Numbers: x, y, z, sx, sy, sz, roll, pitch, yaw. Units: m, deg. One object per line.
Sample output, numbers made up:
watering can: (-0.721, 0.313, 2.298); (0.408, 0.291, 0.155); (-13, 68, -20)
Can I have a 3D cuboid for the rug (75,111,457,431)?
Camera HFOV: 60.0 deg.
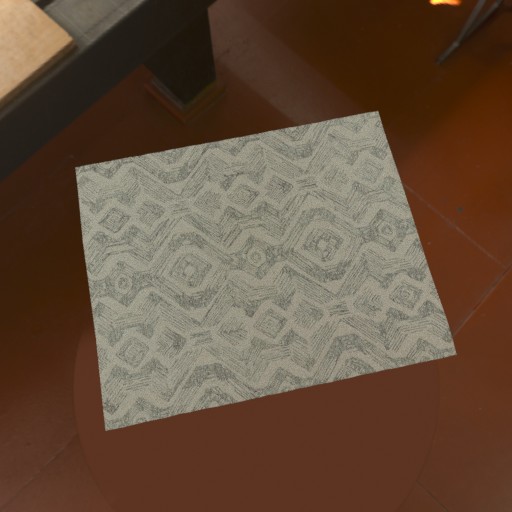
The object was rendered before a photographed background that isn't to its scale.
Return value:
rug: (0.000, 0.000, 4.042); (3.054, 0.030, 2.430); (-11, 76, -3)
